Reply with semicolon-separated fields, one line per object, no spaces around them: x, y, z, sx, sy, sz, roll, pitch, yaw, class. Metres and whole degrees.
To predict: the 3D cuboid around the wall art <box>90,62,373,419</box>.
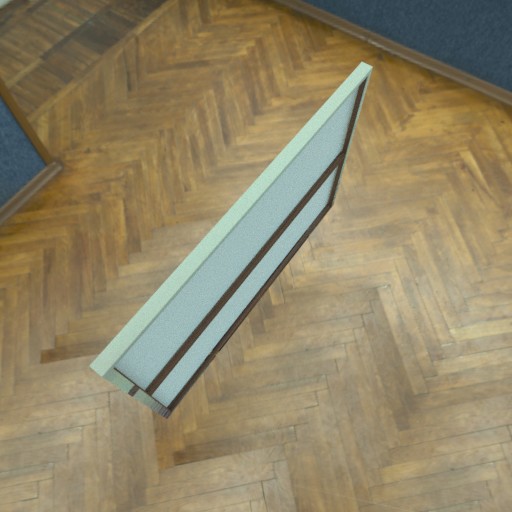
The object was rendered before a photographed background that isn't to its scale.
0.000;0.000;1.485;0.040;0.765;1.149;33;68;15;wall art
